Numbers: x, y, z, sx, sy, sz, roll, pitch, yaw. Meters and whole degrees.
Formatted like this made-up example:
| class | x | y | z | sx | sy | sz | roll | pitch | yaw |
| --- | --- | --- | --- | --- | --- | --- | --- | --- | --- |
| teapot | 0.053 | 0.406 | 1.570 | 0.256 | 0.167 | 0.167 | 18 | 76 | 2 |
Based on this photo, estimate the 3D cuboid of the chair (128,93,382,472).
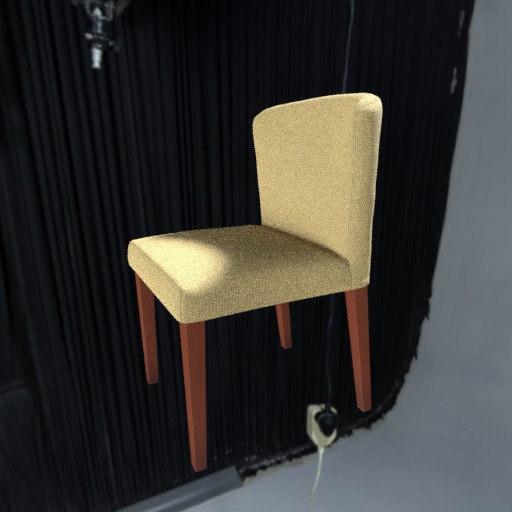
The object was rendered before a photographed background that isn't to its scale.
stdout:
| class | x | y | z | sx | sy | sz | roll | pitch | yaw |
| --- | --- | --- | --- | --- | --- | --- | --- | --- | --- |
| chair | 0.000 | 0.000 | 1.192 | 0.589 | 0.839 | 0.491 | -8 | 18 | -27 |
